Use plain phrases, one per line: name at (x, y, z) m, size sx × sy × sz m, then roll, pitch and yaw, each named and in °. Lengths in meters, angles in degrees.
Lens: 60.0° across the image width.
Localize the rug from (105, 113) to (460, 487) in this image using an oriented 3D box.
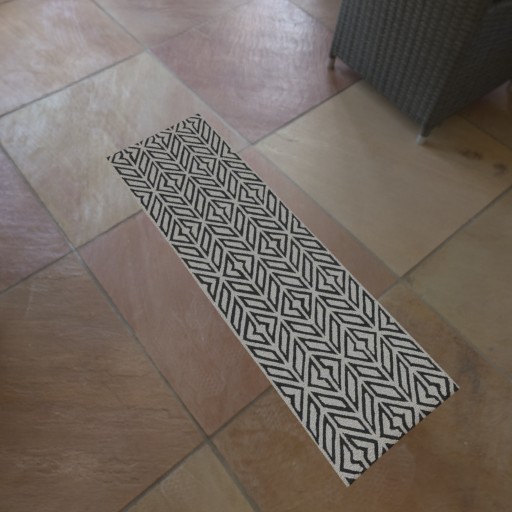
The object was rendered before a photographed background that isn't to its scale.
rug at (0.000, 0.000, 2.599) m, size 0.750 × 0.009 × 2.435 m, roll -32°, pitch 64°, yaw -17°
